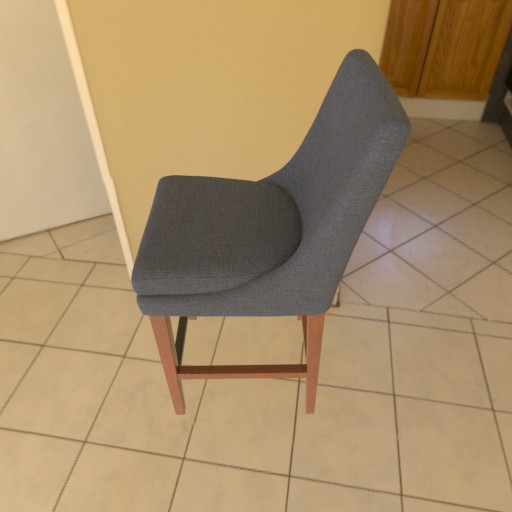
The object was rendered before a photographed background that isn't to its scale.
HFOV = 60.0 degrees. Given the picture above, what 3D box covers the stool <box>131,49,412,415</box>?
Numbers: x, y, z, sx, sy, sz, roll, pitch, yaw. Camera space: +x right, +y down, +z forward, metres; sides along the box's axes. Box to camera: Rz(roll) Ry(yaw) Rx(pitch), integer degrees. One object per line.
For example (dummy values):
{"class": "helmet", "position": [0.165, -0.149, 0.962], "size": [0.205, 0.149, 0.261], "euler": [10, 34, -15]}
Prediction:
{"class": "stool", "position": [0.000, 0.000, 1.237], "size": [0.577, 0.981, 0.470], "euler": [0, 42, 0]}
